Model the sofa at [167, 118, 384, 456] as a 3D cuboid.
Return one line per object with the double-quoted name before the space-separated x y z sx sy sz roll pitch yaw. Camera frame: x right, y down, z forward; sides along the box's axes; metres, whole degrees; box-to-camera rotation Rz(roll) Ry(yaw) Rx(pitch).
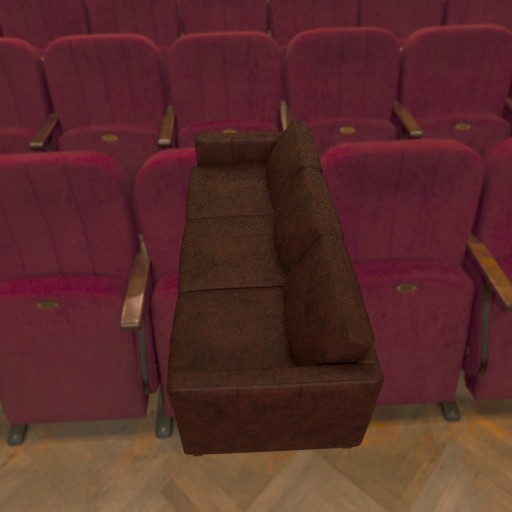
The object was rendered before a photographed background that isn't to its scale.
"sofa" 0.000 0.000 3.071 1.045 1.006 2.464 -2 42 -2
